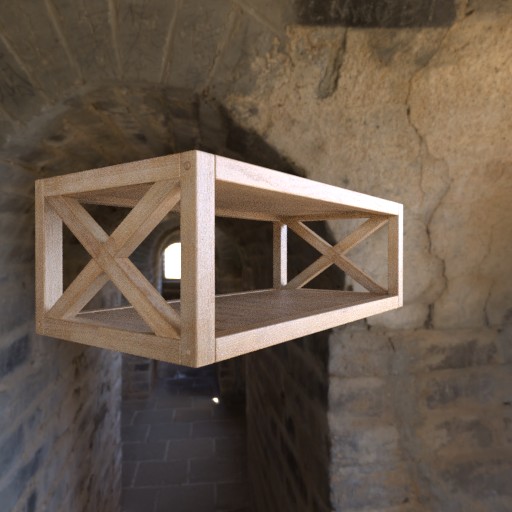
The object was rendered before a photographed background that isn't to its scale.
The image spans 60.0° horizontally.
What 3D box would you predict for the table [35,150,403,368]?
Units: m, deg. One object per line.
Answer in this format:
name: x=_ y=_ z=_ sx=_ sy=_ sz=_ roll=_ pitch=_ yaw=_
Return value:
table: x=0.000 y=0.000 z=1.642 sx=0.660 sy=0.457 sz=1.321 roll=0 pitch=1 yaw=37
